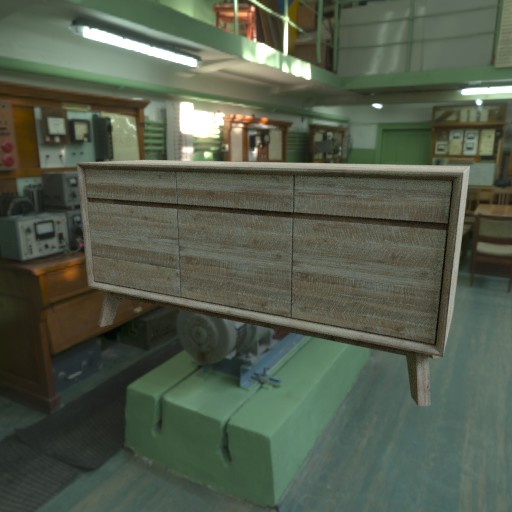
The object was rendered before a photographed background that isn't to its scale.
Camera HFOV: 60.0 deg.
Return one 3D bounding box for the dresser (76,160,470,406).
[{"bbox_3d":[0.000,0.000,1.946,1.602,0.788,0.455,7,16,26],"label":"dresser"}]
